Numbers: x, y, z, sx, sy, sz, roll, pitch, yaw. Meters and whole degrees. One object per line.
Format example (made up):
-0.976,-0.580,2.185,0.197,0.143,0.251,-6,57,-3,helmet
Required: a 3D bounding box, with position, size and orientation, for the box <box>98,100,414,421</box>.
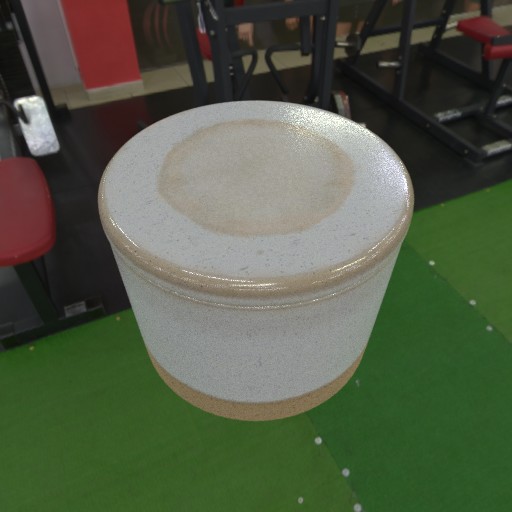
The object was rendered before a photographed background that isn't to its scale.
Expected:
0.000,0.000,0.261,0.154,0.123,0.154,0,45,0,box
